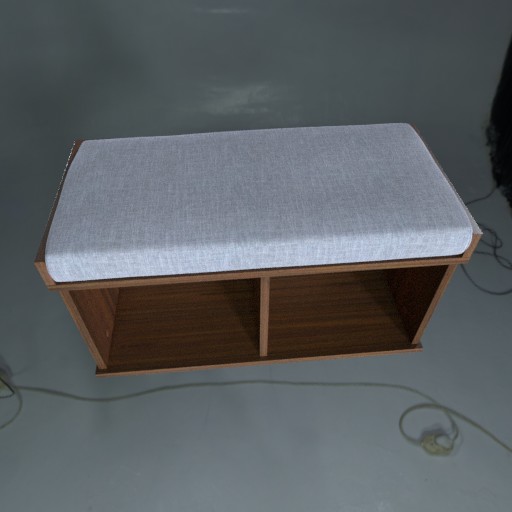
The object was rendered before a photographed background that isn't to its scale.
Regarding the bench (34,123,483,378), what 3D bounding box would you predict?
[{"bbox_3d":[0.000,0.000,0.984,0.734,0.461,0.362,-4,47,-3],"label":"bench"}]
